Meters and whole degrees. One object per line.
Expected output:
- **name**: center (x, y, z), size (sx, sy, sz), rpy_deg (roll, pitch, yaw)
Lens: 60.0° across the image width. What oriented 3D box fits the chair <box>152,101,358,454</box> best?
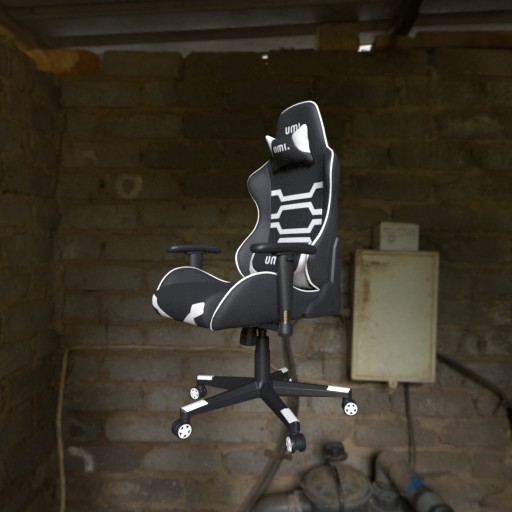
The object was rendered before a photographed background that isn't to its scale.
- **chair**: center (0.000, 0.000, 1.702), size (0.700, 1.240, 0.700), rpy_deg (0, 1, -36)
